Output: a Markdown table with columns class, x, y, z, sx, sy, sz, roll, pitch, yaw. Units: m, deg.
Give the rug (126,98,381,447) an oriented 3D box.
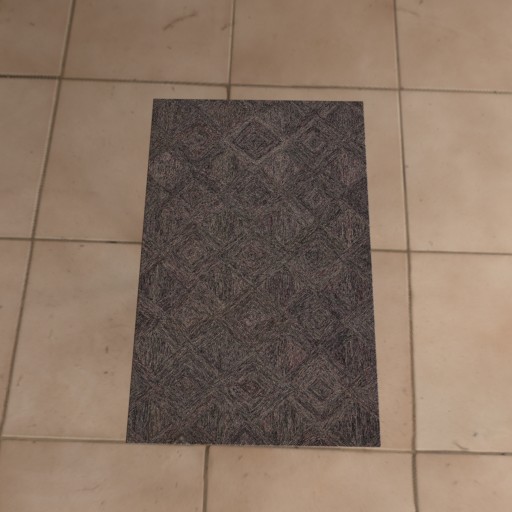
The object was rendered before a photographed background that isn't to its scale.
| class | x | y | z | sx | sy | sz | roll | pitch | yaw |
| --- | --- | --- | --- | --- | --- | --- | --- | --- | --- |
| rug | 0.000 | 0.000 | 2.888 | 1.501 | 0.017 | 2.298 | 1 | 76 | 0 |
